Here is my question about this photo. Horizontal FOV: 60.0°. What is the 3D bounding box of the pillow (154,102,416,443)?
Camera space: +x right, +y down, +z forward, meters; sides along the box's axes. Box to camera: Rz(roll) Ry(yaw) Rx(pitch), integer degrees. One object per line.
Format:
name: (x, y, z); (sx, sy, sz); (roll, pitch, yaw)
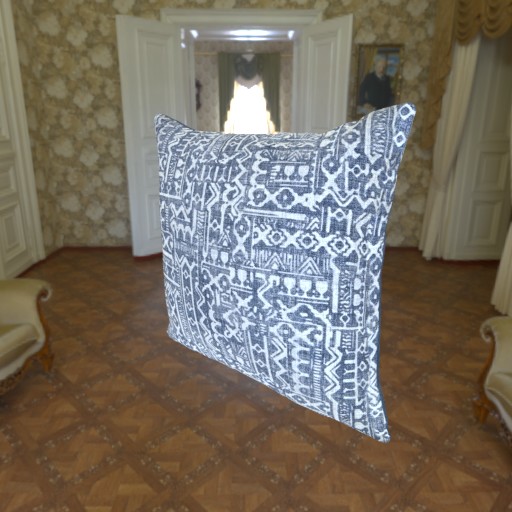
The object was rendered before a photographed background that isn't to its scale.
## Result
pillow: (0.000, 0.000, 0.771); (0.546, 0.487, 0.180); (15, 21, 41)
